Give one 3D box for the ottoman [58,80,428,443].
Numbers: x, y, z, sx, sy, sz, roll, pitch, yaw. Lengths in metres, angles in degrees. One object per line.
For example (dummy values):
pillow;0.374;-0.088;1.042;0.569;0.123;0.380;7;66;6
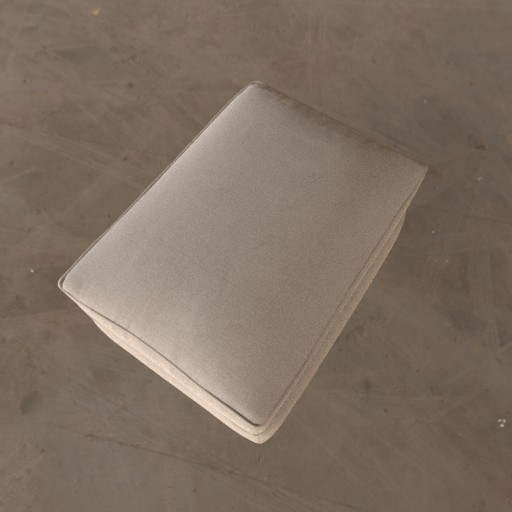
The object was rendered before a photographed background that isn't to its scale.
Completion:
ottoman;0.000;0.000;1.023;0.501;0.456;0.665;31;67;15
